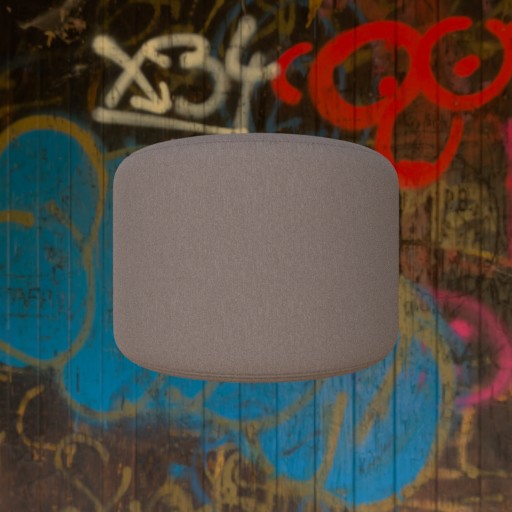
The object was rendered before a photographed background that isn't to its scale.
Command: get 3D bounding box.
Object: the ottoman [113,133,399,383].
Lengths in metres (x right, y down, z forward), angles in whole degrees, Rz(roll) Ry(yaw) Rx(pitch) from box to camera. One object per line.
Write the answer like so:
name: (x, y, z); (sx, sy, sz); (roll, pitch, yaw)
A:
ottoman: (0.000, 0.000, 0.991); (0.608, 0.433, 0.608); (0, 0, 0)
